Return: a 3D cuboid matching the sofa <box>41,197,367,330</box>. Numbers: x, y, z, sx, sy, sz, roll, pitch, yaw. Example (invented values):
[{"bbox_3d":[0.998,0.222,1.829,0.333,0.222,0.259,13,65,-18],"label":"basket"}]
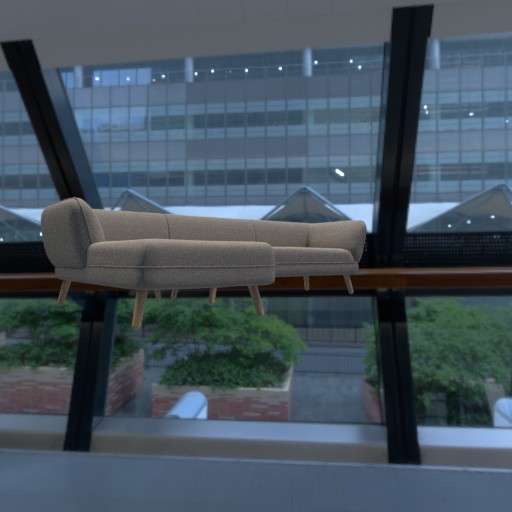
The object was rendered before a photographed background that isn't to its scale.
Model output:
[{"bbox_3d":[0.000,0.000,3.312,2.653,0.693,1.532,0,0,-38],"label":"sofa"}]
